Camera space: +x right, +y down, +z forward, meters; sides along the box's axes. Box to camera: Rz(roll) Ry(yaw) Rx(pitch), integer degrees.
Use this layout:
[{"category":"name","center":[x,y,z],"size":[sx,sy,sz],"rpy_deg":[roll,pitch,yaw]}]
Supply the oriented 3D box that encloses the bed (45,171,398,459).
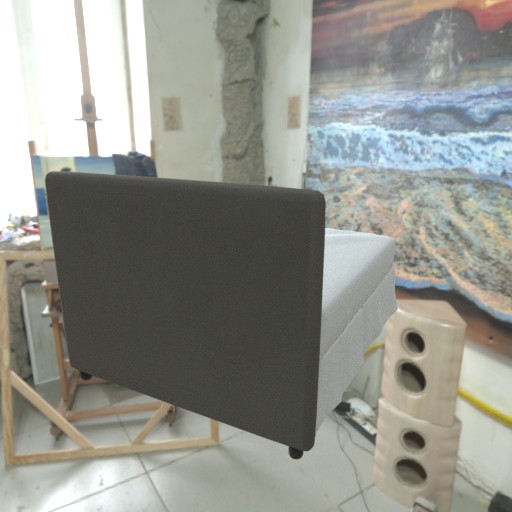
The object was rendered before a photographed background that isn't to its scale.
[{"category":"bed","center":[0.000,0.000,3.200],"size":[1.723,1.330,2.142],"rpy_deg":[9,19,27]}]
